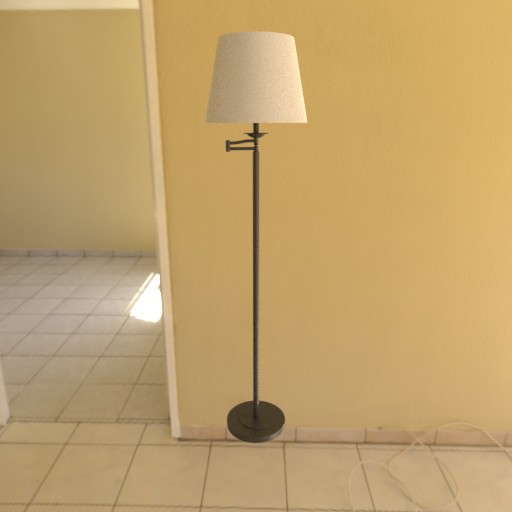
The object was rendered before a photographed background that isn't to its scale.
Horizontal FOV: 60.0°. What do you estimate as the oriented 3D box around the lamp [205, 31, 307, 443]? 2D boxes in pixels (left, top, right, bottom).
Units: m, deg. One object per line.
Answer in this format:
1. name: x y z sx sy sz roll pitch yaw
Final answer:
1. lamp: 0.000 0.000 1.652 0.348 1.473 0.348 -3 17 -8
